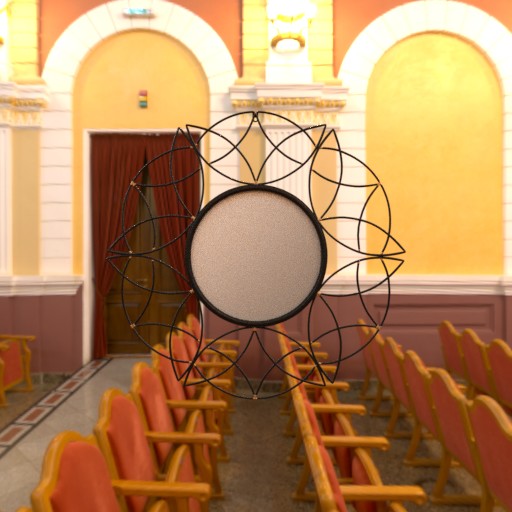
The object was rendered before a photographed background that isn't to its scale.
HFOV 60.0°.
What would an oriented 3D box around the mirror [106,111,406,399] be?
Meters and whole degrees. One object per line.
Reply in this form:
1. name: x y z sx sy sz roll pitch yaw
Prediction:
1. mirror: 0.000 0.000 1.184 0.797 0.775 0.028 0 1 0
